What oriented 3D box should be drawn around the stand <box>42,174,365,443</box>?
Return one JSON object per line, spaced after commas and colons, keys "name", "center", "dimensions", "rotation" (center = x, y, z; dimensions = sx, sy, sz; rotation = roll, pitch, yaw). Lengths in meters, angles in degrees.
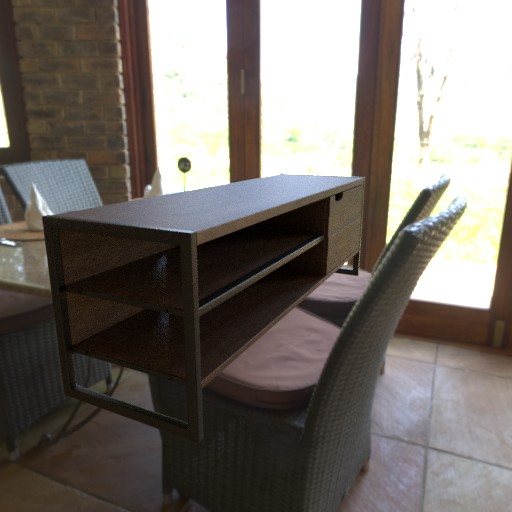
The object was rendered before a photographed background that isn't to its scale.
{"name": "stand", "center": [0.000, 0.000, 1.712], "dimensions": [0.454, 0.506, 1.480], "rotation": [8, 17, 26]}
